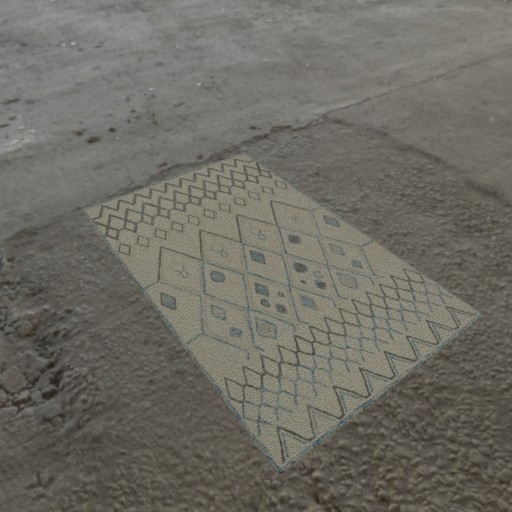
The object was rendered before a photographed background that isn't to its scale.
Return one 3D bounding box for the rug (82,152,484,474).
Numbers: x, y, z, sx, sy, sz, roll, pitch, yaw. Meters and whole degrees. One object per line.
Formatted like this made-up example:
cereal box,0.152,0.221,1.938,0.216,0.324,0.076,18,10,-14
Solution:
rug,0.000,0.000,2.984,1.524,0.015,2.439,-26,47,-26
